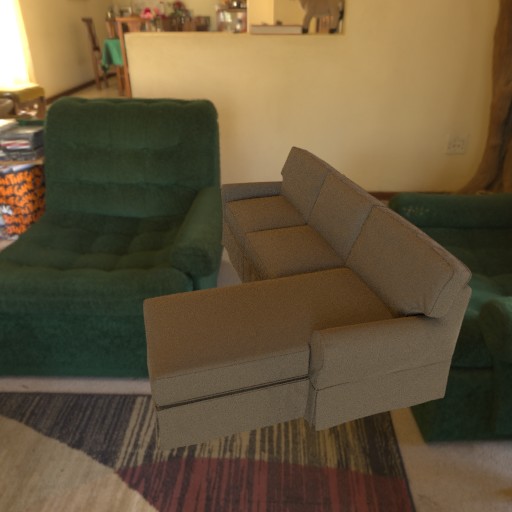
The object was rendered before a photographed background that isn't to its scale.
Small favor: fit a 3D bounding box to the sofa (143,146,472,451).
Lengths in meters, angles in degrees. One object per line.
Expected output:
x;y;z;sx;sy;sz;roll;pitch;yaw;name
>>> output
0.000;0.000;3.280;1.733;0.978;2.475;-8;30;-14;sofa
